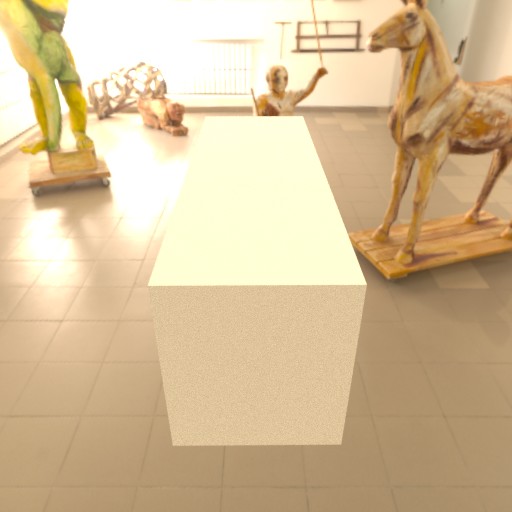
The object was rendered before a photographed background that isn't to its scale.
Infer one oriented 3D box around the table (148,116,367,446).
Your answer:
[{"bbox_3d":[0.000,0.000,1.856,0.508,0.769,1.500,0,32,0],"label":"table"}]
